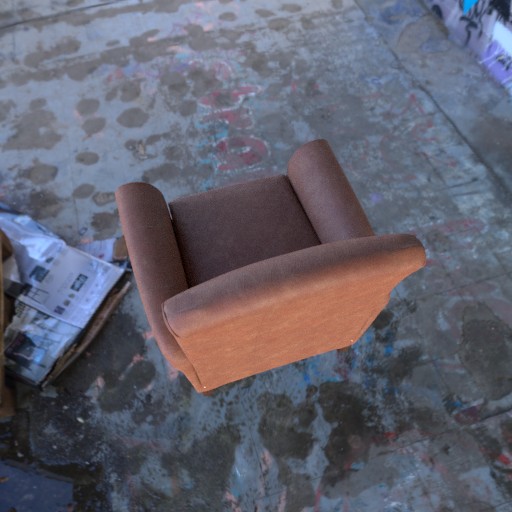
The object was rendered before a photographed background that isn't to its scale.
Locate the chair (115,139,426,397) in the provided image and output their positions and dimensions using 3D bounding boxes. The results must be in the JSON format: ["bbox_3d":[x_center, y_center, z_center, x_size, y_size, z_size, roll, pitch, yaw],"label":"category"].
[{"bbox_3d":[0.000,0.000,1.792,0.978,1.061,0.902,-15,59,-9],"label":"chair"}]
